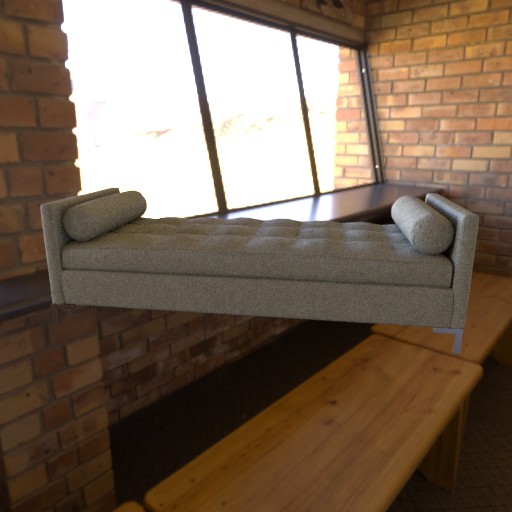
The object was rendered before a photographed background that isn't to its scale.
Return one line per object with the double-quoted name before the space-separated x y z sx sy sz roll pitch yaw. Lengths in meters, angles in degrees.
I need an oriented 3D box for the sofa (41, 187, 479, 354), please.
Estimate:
"sofa" 0.000 0.000 2.511 2.102 0.657 0.797 2 15 9
